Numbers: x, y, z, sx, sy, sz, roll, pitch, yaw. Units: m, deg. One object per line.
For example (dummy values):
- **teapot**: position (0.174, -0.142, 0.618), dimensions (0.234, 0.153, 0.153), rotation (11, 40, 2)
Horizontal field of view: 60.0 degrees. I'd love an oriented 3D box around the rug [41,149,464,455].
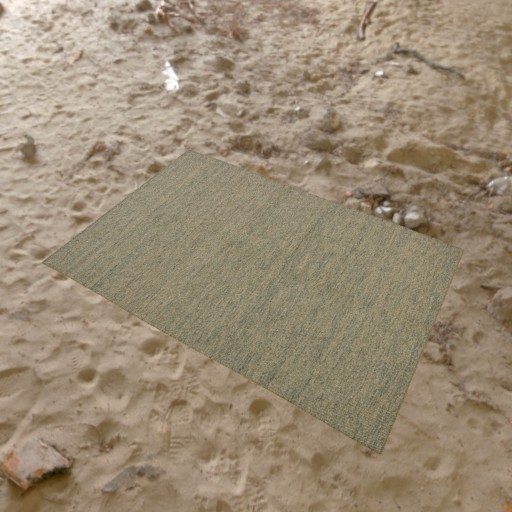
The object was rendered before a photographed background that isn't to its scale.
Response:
- **rug**: position (0.000, 0.000, 2.883), dimensions (2.283, 0.013, 1.547), rotation (24, 51, 21)
